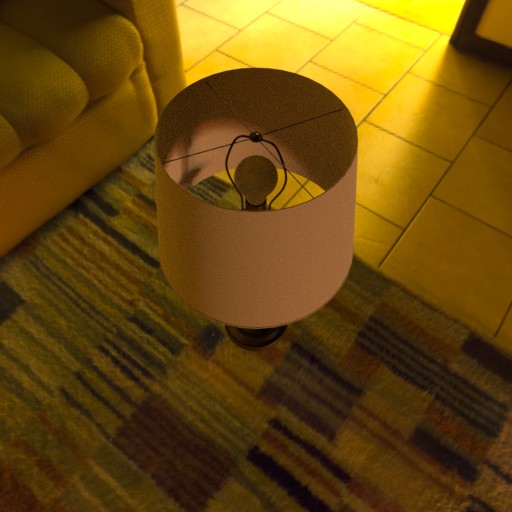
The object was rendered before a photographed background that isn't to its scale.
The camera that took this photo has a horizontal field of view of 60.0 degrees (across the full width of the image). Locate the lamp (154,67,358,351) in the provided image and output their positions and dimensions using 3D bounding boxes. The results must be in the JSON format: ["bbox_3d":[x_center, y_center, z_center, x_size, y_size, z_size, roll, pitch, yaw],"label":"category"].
[{"bbox_3d":[0.000,0.000,0.804,0.331,0.594,0.331,0,58,0],"label":"lamp"}]
